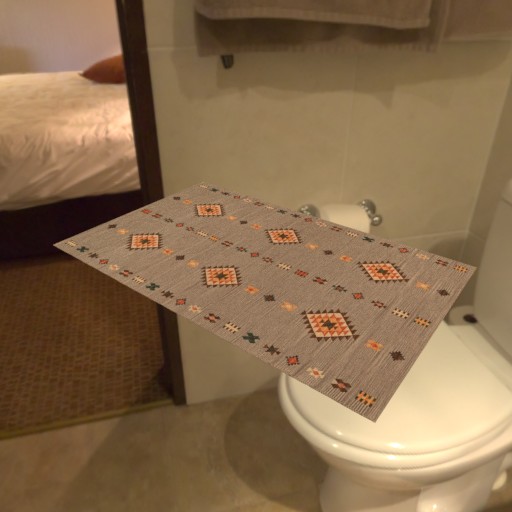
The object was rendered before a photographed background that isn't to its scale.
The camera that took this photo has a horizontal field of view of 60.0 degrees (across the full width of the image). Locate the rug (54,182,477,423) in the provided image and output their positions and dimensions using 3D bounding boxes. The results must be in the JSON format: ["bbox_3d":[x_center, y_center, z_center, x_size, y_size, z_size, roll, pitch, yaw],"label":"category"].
[{"bbox_3d":[0.000,0.000,2.984,2.427,0.007,1.515,22,37,32],"label":"rug"}]
